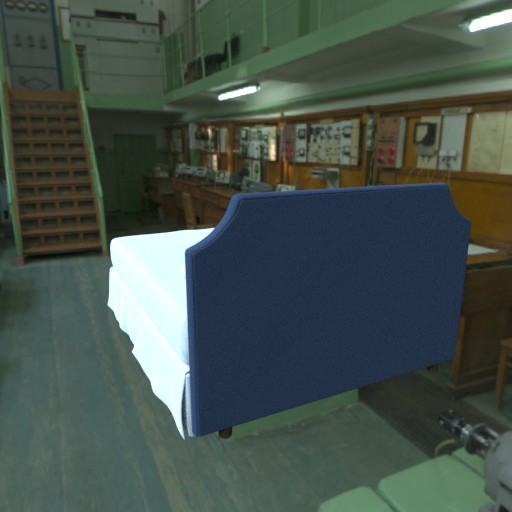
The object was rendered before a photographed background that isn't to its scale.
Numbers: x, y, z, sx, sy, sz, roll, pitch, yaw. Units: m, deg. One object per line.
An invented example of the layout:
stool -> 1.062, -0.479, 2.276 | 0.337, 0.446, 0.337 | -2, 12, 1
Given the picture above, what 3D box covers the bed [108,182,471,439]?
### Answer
bed -> 0.000, 0.000, 4.109 | 2.350, 1.488, 2.773 | -7, 16, -26
